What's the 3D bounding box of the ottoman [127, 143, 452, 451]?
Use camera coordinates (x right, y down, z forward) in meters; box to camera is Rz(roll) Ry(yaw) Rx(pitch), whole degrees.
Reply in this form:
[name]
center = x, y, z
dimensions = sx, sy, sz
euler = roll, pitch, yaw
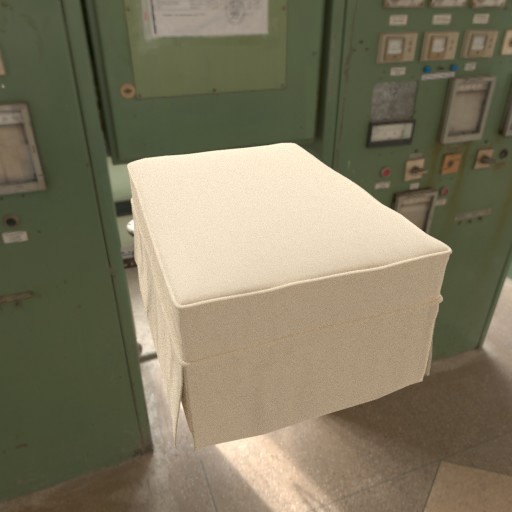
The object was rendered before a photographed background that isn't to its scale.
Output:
[ottoman]
center = 0.000, 0.000, 1.364
dimensions = 0.703, 0.479, 0.944
euler = -10, 32, -17
